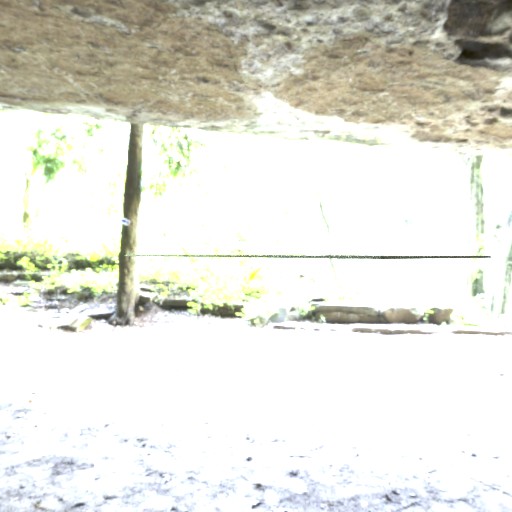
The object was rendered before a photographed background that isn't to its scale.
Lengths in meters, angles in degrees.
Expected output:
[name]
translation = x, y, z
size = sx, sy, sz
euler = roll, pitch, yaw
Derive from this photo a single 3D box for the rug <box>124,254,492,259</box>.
[rug]
translation = 0.000, 0.000, 1.998
size = 0.562, 0.009, 1.824
euler = 0, 0, -36
